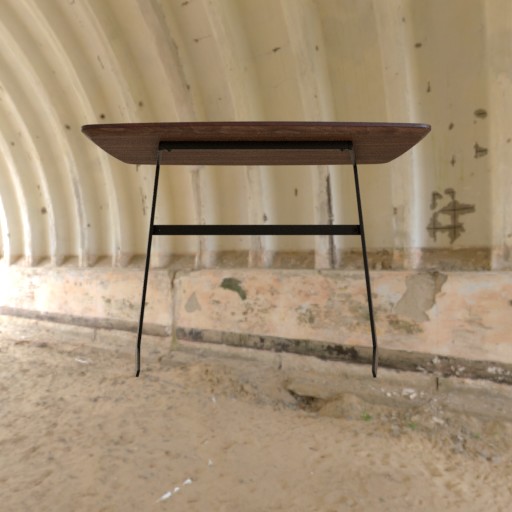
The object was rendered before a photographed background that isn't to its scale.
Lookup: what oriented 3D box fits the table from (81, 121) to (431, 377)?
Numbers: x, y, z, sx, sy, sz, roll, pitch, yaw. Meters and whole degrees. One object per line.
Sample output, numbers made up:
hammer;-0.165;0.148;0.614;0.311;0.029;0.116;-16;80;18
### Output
table;0.000;0.000;1.130;0.804;0.576;0.361;0;0;1
